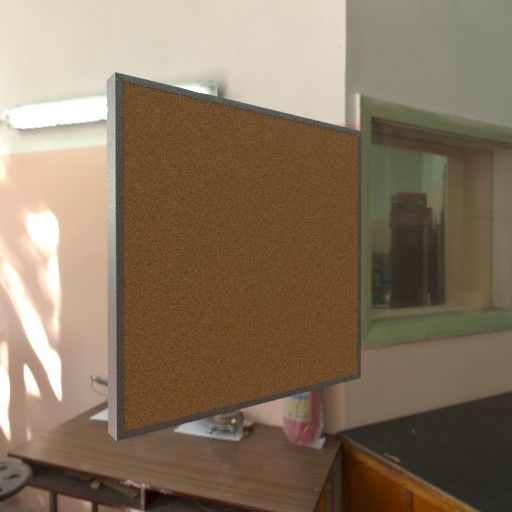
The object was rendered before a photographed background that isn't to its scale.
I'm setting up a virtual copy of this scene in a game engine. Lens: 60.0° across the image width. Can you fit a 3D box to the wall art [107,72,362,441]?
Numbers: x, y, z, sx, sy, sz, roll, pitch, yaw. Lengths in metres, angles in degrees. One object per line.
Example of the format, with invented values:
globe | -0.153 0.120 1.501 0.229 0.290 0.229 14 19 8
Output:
wall art | 0.000 0.000 0.532 0.349 0.349 0.028 -1 1 -36
